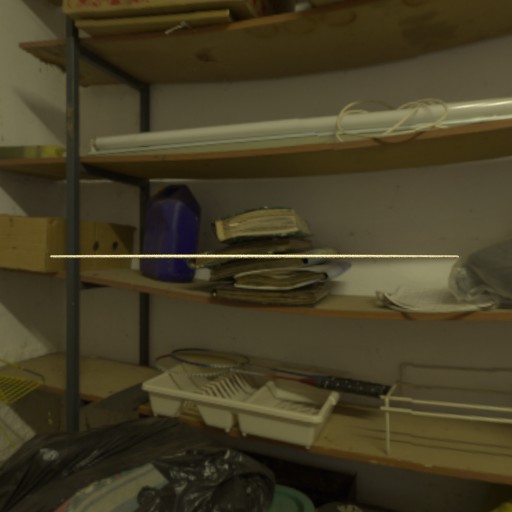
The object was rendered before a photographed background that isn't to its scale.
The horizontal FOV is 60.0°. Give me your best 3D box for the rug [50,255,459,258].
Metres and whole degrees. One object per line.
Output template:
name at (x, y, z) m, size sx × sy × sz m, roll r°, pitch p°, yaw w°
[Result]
rug at (0.000, 0.000, 4.160) m, size 2.441 × 0.015 × 3.050 m, roll 0°, pitch 0°, yaw 1°
